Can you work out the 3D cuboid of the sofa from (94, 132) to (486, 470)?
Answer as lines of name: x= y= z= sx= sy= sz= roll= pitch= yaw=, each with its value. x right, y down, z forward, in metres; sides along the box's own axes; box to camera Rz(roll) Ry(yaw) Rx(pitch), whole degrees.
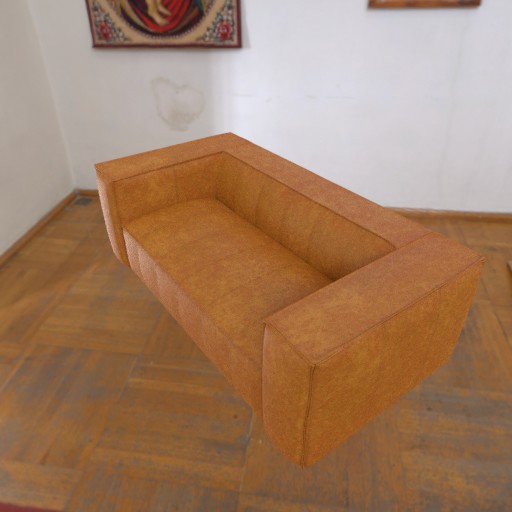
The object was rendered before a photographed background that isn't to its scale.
sofa: x=0.000 y=0.000 z=2.555 sx=1.102 sy=0.703 sz=2.088 roll=-23 pitch=41 yaw=-29
